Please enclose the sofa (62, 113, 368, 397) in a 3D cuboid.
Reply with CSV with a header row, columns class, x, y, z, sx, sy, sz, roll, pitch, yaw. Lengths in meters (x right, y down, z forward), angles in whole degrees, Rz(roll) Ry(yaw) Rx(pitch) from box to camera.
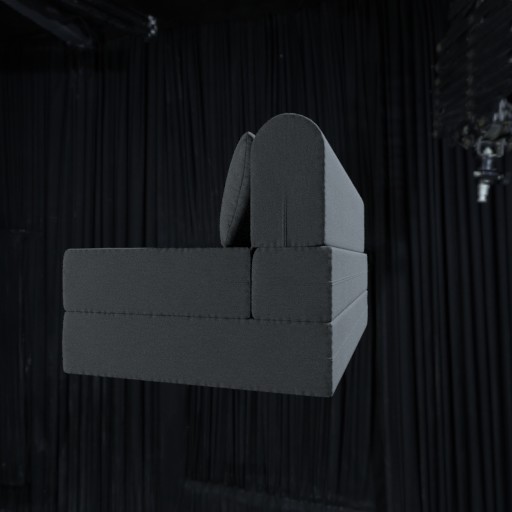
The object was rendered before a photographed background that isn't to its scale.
class,x,y,z,sx,sy,sz,roll,pitch,yaw
sofa,0.000,0.000,1.717,0.762,0.670,1.225,0,-1,18
